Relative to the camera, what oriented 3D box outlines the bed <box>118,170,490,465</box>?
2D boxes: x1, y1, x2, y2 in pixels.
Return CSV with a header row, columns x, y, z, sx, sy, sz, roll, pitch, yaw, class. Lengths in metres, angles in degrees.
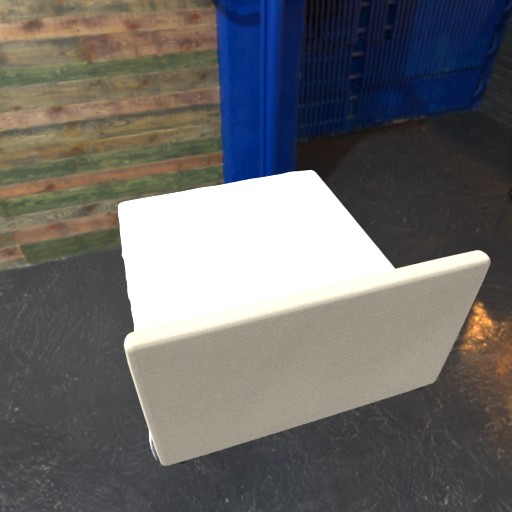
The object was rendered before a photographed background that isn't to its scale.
x,y,z,sx,sy,sz,roll,pitch,yaw,class
0.000,0.000,3.489,2.119,1.317,2.319,-12,42,-13,bed
